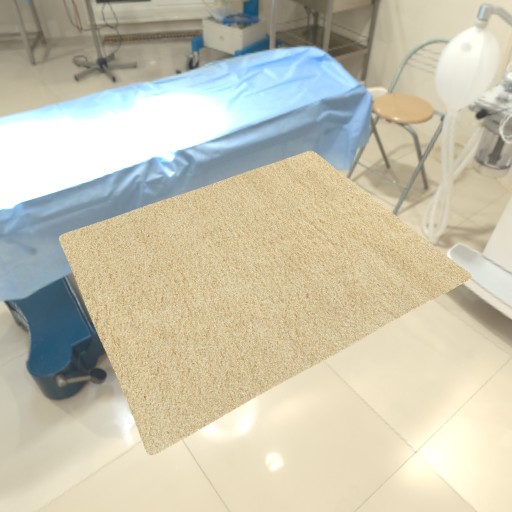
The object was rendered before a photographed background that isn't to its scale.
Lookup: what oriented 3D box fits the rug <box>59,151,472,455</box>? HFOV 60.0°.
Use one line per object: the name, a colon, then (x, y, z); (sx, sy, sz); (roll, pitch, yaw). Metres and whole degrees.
rug: (0.000, 0.000, 4.061); (3.001, 0.025, 2.401); (-23, 49, -21)
